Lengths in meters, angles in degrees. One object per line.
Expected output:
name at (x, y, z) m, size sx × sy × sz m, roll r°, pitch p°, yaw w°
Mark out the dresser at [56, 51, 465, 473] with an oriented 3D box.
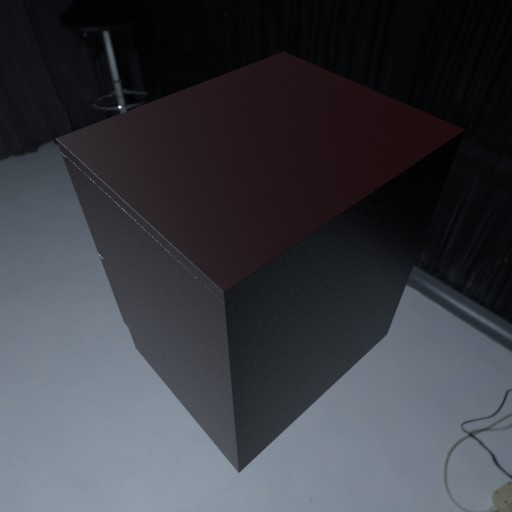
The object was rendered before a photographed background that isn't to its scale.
dresser at (0.000, 0.000, 0.739) m, size 0.400 × 0.470 × 0.360 m, roll -33°, pitch 55°, yaw -28°
